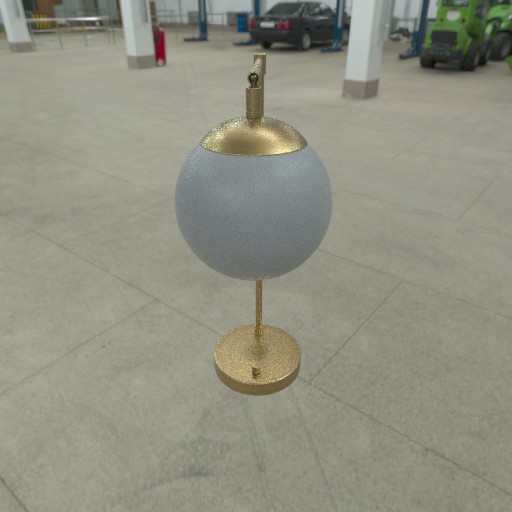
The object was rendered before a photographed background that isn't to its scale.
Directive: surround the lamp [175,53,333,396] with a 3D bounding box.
[{"bbox_3d":[0.000,0.000,0.696,0.207,0.559,0.324,2,30,3],"label":"lamp"}]
